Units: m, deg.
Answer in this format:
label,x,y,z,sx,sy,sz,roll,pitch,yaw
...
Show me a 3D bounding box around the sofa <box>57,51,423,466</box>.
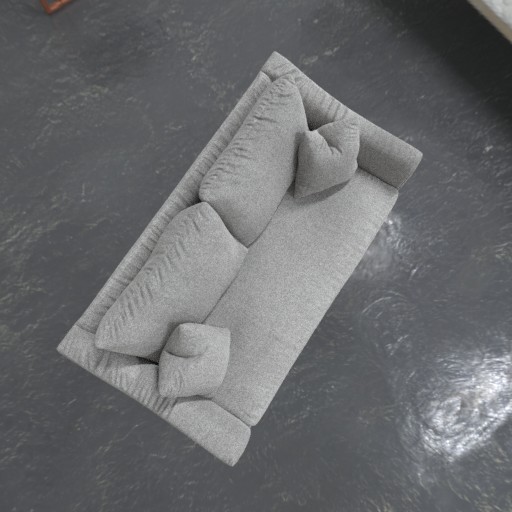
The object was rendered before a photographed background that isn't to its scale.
label,x,y,z,sx,sy,sz,roll,pitch,yaw
sofa,0.000,0.000,2.617,1.072,1.018,2.010,32,79,7
